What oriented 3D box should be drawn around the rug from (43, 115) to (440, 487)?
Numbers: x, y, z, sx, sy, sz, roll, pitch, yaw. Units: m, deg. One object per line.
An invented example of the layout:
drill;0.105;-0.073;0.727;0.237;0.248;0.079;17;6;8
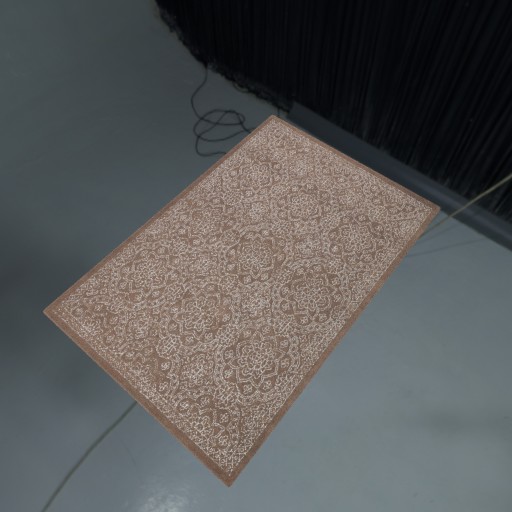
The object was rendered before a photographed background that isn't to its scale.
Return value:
rug;0.000;0.000;2.936;1.524;0.011;2.286;35;65;19
